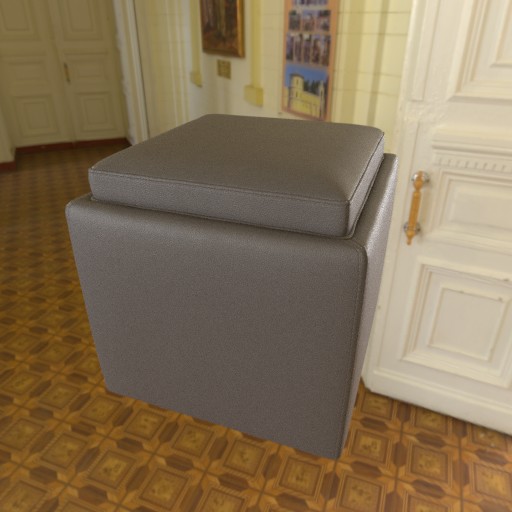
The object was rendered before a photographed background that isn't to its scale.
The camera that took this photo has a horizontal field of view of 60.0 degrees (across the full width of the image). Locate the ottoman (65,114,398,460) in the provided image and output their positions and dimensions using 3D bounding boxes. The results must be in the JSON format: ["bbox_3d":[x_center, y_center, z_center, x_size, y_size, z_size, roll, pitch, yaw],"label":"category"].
[{"bbox_3d":[0.000,0.000,0.827,0.450,0.460,0.451,10,30,18],"label":"ottoman"}]
